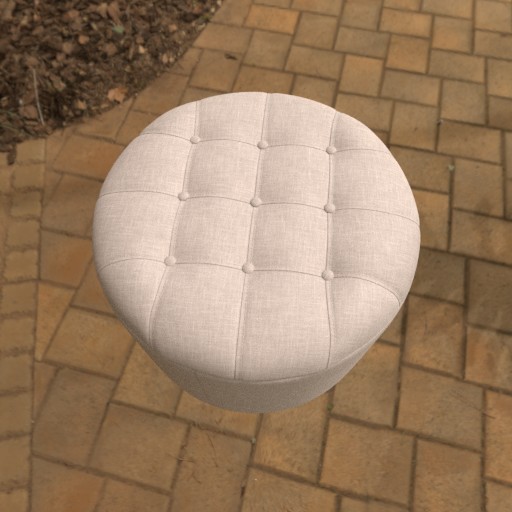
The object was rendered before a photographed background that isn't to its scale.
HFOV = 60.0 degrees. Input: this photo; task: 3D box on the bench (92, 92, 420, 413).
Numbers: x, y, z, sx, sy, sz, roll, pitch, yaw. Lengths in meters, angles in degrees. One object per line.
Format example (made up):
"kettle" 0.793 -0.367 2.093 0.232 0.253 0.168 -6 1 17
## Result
"bench" 0.000 0.000 0.957 0.600 0.453 0.600 0 63 0
